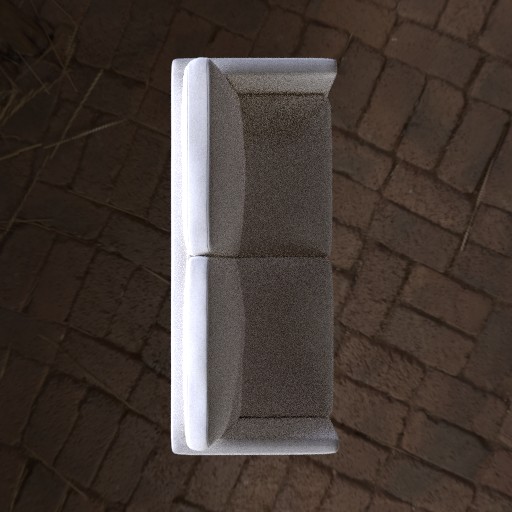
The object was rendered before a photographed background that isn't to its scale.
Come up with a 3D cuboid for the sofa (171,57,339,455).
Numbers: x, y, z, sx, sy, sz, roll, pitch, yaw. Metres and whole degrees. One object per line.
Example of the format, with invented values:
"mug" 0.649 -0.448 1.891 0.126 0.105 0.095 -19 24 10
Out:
"sofa" 0.000 0.000 2.628 0.924 0.933 2.139 0 89 0
